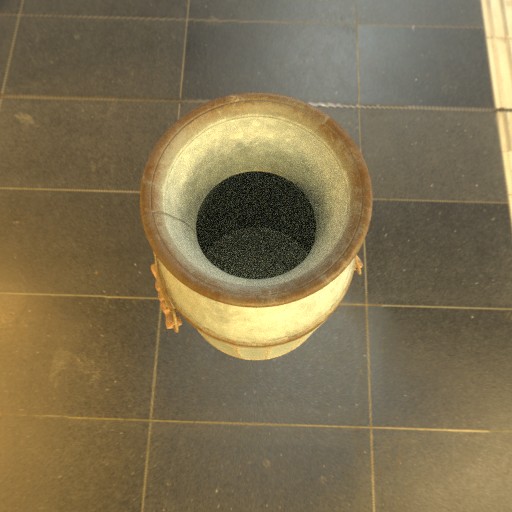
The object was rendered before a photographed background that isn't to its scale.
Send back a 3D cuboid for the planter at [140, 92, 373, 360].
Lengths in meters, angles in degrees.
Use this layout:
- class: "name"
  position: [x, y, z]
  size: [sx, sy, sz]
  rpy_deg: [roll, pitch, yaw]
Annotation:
- class: "planter"
  position: [0.000, 0.000, 0.507]
  size: [0.248, 0.358, 0.215]
  rpy_deg: [-17, 75, -5]
